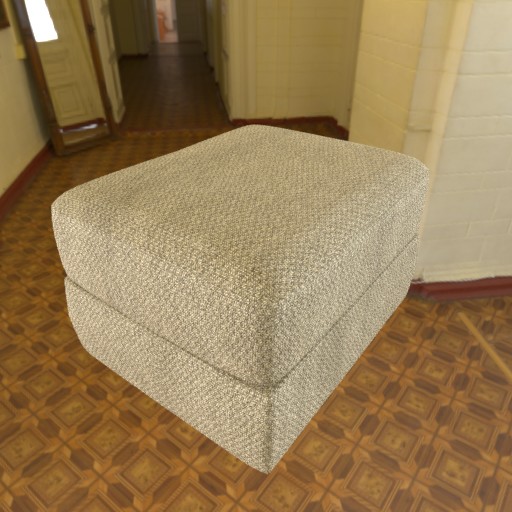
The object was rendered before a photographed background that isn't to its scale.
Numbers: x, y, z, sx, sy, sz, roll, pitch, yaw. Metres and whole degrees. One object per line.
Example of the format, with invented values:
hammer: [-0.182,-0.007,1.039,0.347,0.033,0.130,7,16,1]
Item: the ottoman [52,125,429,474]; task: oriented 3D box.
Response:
ottoman: [0.000,0.000,1.112,0.603,0.476,0.751,21,38,31]
